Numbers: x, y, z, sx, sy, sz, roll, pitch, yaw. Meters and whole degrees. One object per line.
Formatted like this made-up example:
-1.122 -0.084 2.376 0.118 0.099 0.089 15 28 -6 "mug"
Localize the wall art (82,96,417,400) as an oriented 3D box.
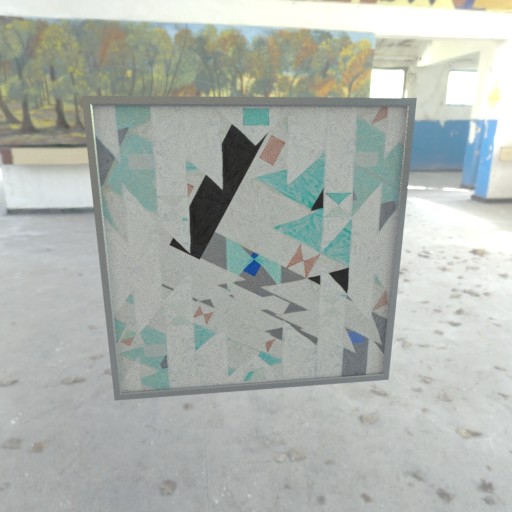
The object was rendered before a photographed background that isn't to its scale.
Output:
0.000 0.000 1.196 0.806 0.806 0.038 -2 17 -7 "wall art"
